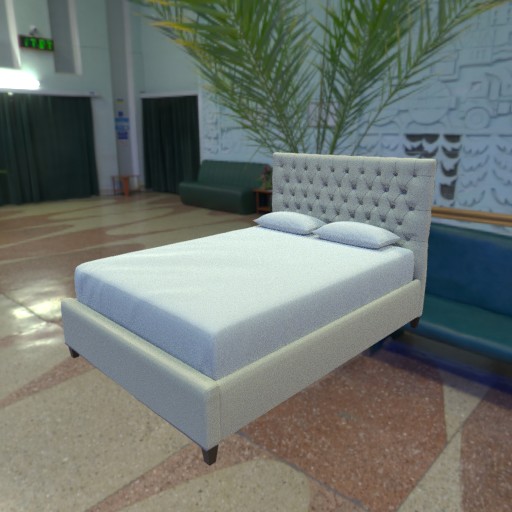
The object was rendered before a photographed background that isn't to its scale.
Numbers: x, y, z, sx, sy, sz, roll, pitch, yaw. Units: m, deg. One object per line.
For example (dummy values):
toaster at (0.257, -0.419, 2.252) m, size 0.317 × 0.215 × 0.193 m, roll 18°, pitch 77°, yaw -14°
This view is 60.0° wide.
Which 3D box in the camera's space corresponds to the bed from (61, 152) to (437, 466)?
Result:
bed at (0.000, 0.000, 3.396) m, size 1.698 × 1.427 × 2.387 m, roll 15°, pitch 21°, yaw 42°
